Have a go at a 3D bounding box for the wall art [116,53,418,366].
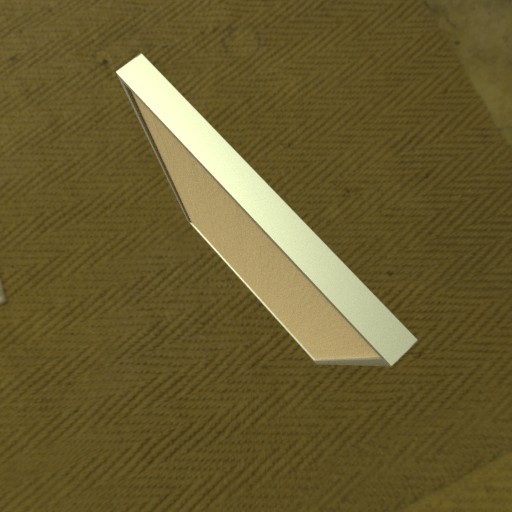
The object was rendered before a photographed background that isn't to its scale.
[{"bbox_3d":[0.000,0.000,0.747,0.039,0.553,0.445,-41,80,-9],"label":"wall art"}]
